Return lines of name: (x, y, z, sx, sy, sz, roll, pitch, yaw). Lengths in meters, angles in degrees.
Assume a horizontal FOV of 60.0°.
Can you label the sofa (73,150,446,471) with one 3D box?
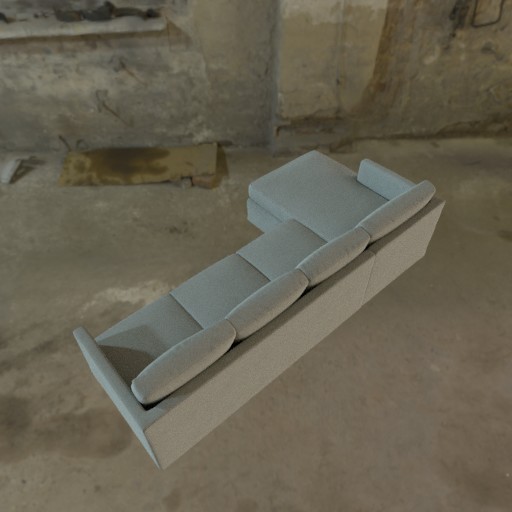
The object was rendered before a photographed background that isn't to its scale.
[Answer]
sofa: (0.000, 0.000, 3.909, 3.205, 0.922, 1.650, -32, 54, -27)
